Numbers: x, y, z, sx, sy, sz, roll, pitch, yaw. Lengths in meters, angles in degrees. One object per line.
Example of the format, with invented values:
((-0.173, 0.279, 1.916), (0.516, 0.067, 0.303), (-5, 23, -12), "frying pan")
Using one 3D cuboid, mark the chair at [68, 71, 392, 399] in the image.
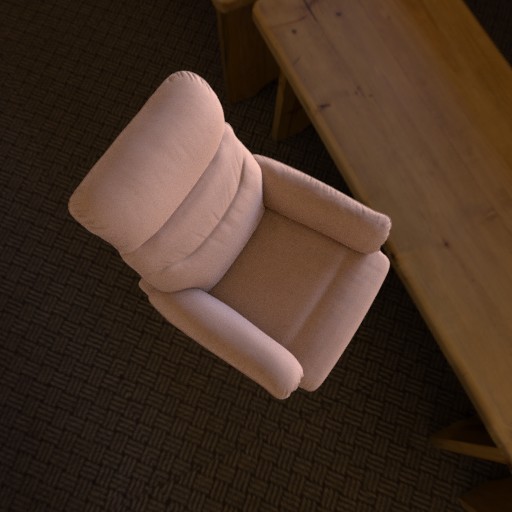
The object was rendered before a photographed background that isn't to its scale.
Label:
((0.000, 0.000, 1.772), (1.004, 1.037, 0.820), (32, 78, 8), "chair")
